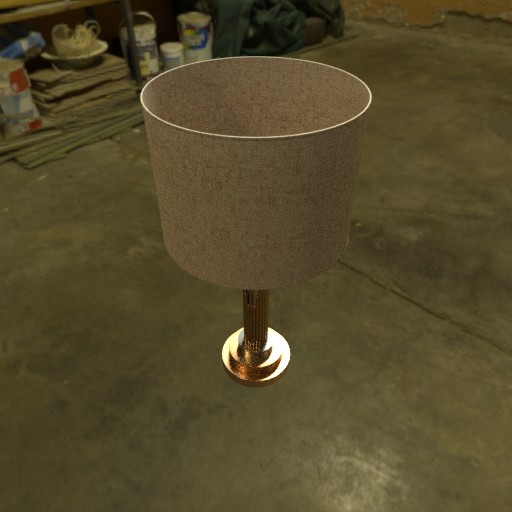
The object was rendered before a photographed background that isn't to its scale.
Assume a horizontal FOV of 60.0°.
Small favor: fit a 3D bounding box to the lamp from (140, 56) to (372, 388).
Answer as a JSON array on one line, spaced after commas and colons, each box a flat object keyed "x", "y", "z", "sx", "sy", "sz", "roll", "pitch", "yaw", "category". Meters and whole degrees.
[{"x": 0.000, "y": 0.000, "z": 0.820, "sx": 0.321, "sy": 0.610, "sz": 0.321, "roll": 0, "pitch": 39, "yaw": -1, "category": "lamp"}]
